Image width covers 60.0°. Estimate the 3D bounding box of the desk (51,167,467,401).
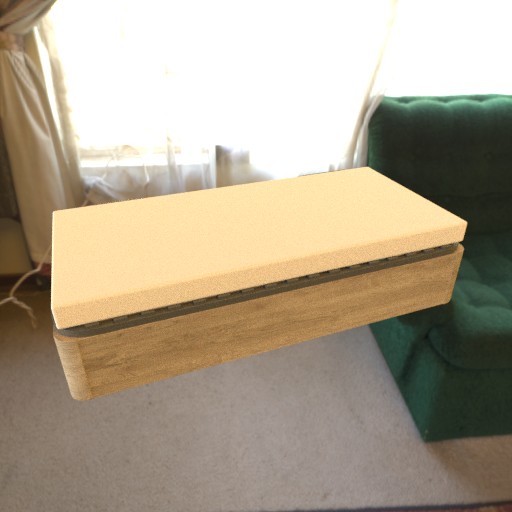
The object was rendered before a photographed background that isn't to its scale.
[{"bbox_3d":[0.000,0.000,2.275,1.900,0.455,0.900,-11,32,-18],"label":"desk"}]
